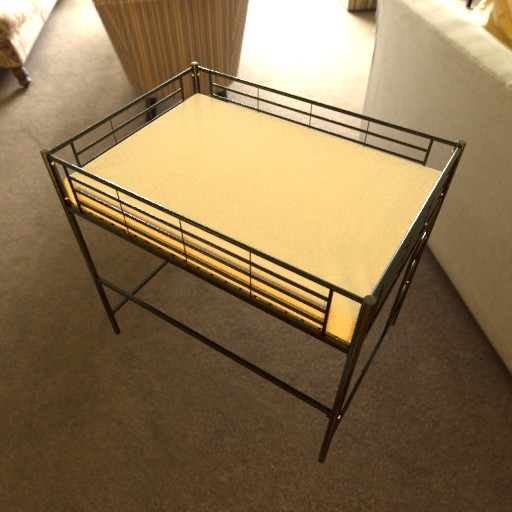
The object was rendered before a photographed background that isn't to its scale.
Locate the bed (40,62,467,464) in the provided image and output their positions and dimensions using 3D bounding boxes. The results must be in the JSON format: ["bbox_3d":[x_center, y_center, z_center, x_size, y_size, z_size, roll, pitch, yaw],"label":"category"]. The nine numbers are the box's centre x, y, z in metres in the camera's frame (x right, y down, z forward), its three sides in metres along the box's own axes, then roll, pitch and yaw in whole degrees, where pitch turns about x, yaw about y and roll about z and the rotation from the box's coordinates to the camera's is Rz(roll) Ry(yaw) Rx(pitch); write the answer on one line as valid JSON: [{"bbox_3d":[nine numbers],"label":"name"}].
[{"bbox_3d":[0.000,0.000,3.155,1.994,1.803,1.397,25,52,22],"label":"bed"}]
